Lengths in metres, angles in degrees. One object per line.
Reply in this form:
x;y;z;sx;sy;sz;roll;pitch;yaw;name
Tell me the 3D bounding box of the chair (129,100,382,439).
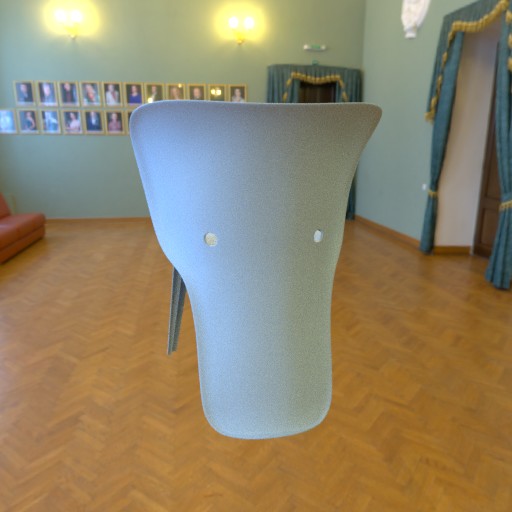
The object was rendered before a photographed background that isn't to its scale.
0.000;0.000;0.878;0.451;0.554;0.402;-2;14;-9;chair
